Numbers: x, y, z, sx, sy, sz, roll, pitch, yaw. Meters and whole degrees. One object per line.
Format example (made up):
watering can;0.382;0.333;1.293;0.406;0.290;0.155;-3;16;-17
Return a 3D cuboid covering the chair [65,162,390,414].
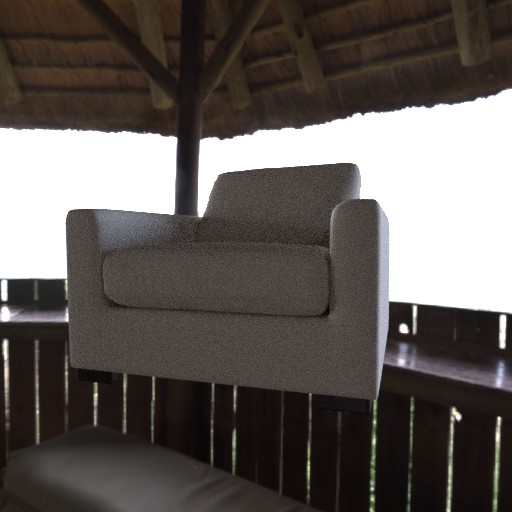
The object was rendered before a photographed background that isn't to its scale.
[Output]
chair;0.000;0.000;1.890;1.070;0.876;1.100;1;2;18
